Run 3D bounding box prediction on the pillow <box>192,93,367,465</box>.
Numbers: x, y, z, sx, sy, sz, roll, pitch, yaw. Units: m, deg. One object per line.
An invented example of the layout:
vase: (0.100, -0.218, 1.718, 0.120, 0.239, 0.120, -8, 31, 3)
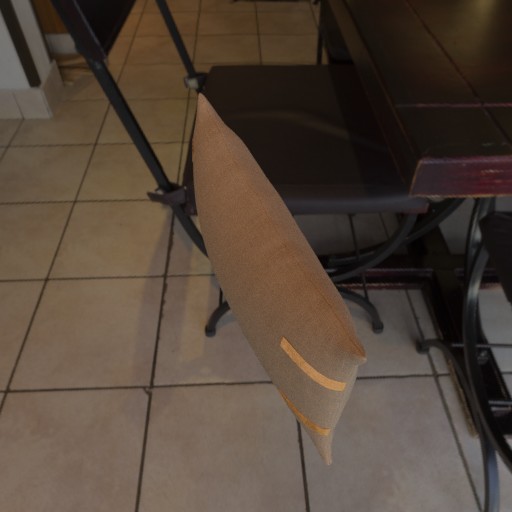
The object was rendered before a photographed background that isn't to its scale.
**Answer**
pillow: (0.000, 0.000, 0.744, 0.148, 0.308, 0.612, -16, 49, -14)
